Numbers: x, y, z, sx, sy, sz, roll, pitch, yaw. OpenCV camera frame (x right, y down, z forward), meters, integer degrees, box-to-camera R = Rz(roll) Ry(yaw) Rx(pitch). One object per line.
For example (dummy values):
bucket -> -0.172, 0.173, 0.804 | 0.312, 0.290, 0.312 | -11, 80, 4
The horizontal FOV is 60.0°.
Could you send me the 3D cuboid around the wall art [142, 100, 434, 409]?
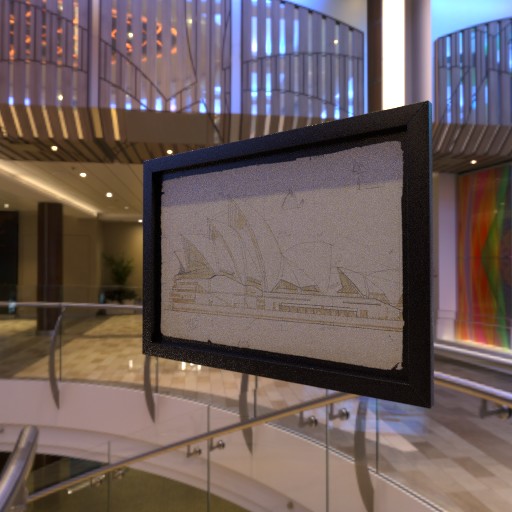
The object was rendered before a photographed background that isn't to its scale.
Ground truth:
wall art -> 0.000, 0.000, 0.577 | 0.440, 0.306, 0.013 | -1, -1, 37
